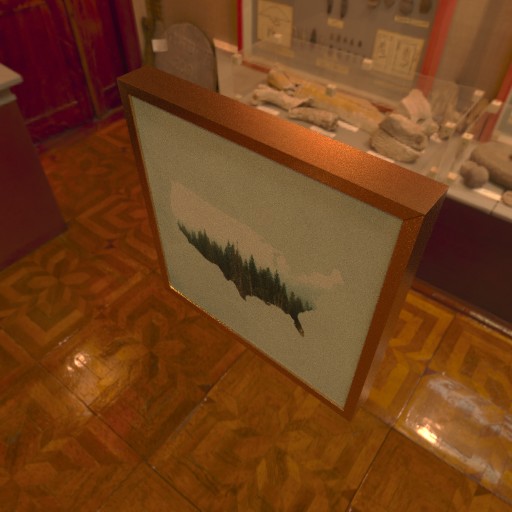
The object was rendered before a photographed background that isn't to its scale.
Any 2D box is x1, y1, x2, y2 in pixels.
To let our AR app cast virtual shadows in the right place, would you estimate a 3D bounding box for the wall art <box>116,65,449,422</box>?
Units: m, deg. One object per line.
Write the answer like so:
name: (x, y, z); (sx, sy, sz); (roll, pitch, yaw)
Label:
wall art: (0.000, 0.000, 0.463); (0.304, 0.304, 0.038); (31, 53, 26)
